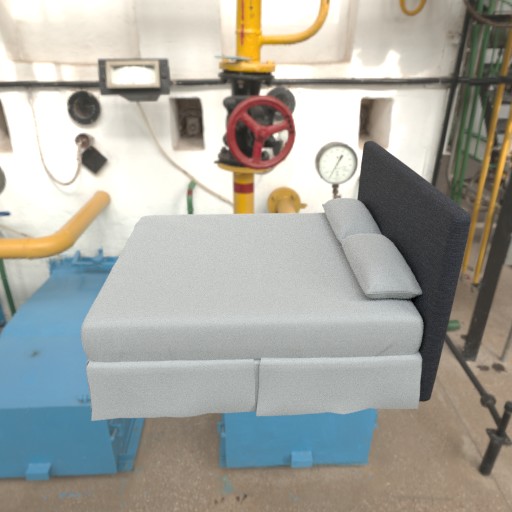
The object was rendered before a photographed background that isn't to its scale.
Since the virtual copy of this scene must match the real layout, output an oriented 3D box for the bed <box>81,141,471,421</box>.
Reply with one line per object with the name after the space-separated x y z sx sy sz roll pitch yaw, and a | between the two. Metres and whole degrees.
0.000 0.000 3.275 2.142 1.330 1.884 -1 26 -2 | bed
